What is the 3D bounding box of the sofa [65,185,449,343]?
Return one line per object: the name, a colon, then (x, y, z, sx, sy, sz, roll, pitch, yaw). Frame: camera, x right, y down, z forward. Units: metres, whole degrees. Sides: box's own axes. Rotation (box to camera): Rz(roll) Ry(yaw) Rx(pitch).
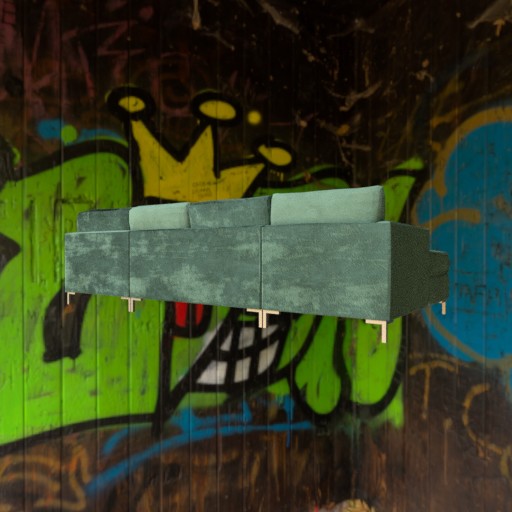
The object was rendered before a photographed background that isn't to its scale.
sofa: (0.000, 0.000, 4.424, 3.434, 0.992, 2.055, 0, 1, 35)
